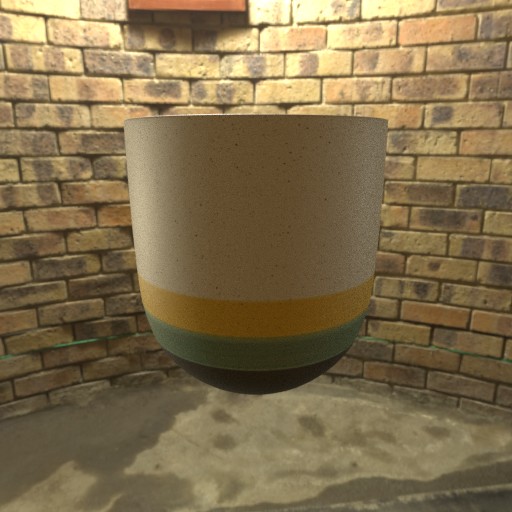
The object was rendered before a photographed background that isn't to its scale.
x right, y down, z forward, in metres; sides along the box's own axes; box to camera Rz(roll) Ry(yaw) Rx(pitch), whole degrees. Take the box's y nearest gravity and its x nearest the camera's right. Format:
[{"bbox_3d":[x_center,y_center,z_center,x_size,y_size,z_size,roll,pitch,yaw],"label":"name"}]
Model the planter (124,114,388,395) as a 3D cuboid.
[{"bbox_3d":[0.000,0.000,0.366,0.195,0.214,0.195,0,15,0],"label":"planter"}]
